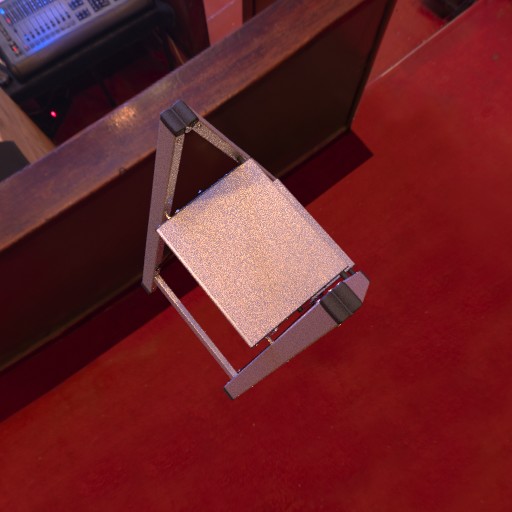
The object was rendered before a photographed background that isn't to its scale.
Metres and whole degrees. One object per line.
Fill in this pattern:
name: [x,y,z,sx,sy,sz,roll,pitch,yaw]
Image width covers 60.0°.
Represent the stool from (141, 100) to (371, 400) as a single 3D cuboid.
stool: [0.000,0.000,1.000,0.535,0.670,0.440,-39,79,-9]
